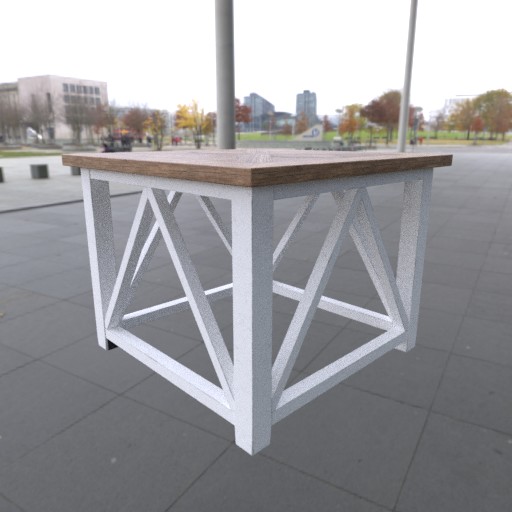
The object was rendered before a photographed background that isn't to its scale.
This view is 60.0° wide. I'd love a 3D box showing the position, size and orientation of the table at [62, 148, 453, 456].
[{"bbox_3d":[0.000,0.000,1.189,0.700,0.532,0.700,-14,21,-42],"label":"table"}]
